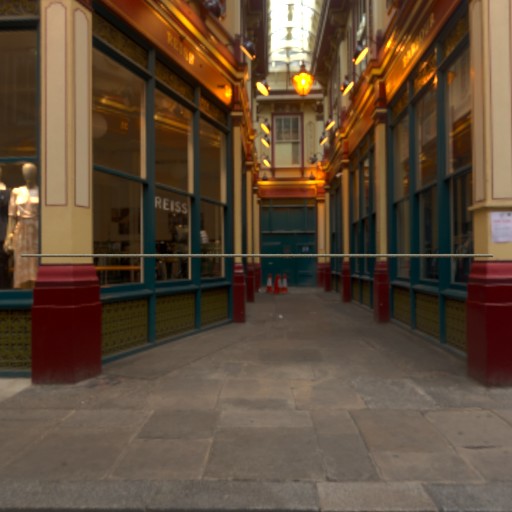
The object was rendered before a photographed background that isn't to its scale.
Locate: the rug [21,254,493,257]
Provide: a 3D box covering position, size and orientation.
[{"bbox_3d":[0.000,0.000,2.482,2.297,0.013,0.661,0,0,1],"label":"rug"}]
